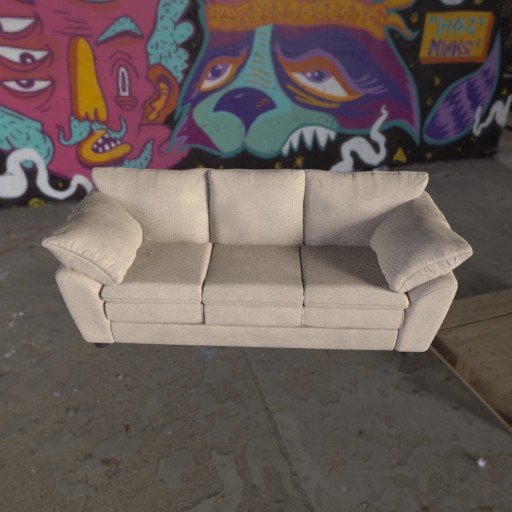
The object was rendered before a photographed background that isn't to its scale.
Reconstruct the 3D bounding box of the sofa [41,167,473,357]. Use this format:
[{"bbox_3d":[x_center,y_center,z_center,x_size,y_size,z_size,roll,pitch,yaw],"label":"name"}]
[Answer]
[{"bbox_3d":[0.000,0.000,2.846,2.334,0.996,0.878,1,29,2],"label":"sofa"}]
